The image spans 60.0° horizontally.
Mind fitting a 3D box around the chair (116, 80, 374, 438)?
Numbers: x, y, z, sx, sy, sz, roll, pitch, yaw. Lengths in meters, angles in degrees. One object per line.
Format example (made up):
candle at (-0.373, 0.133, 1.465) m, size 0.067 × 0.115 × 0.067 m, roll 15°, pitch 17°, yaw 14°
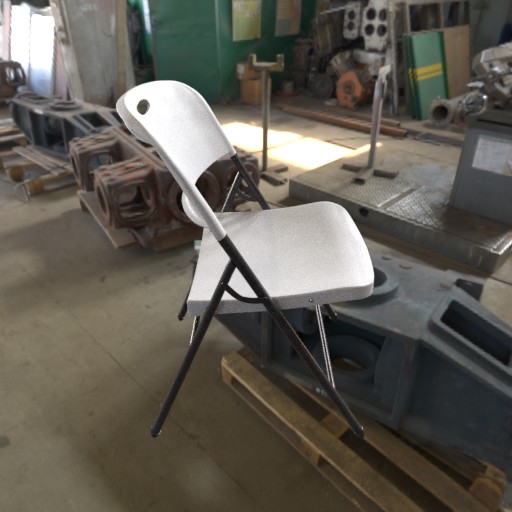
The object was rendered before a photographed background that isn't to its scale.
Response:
chair at (0.000, 0.000, 1.140) m, size 0.566 × 0.810 × 0.494 m, roll 0°, pitch 32°, yaw 0°
